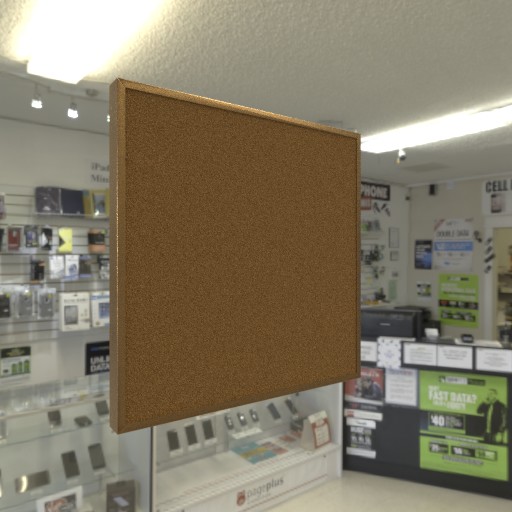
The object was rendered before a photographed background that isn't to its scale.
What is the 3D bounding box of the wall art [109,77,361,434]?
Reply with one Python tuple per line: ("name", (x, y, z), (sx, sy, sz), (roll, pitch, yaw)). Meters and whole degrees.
("wall art", (0.000, 0.000, 0.786), (0.505, 0.505, 0.037), (0, 0, -35))
